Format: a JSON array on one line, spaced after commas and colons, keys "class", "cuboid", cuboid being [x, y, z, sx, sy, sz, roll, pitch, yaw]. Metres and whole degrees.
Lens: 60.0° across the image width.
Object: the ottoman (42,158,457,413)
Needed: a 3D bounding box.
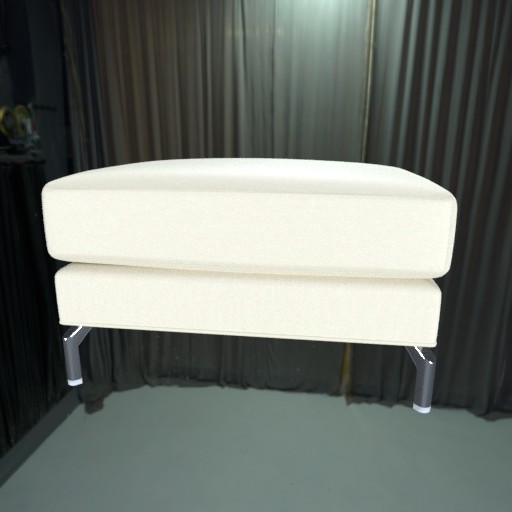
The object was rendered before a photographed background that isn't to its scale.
[{"class": "ottoman", "cuboid": [0.000, 0.000, 1.176, 0.835, 0.497, 0.581, 2, 15, 8]}]
